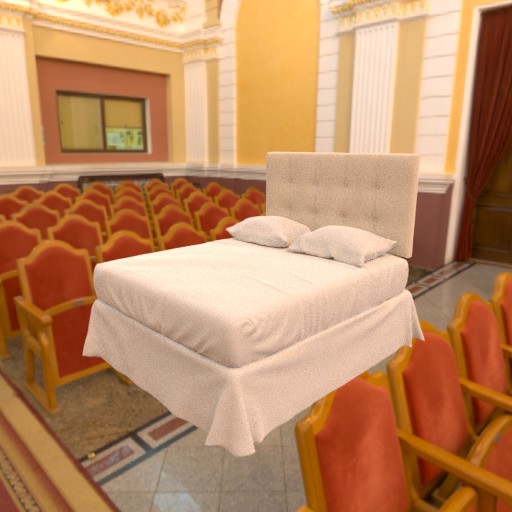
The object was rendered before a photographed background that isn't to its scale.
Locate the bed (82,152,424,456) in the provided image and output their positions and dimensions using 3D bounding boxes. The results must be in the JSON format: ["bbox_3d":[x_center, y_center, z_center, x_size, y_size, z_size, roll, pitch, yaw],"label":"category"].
[{"bbox_3d":[0.000,0.000,3.519,2.222,1.577,1.936,-13,19,-43],"label":"bed"}]
